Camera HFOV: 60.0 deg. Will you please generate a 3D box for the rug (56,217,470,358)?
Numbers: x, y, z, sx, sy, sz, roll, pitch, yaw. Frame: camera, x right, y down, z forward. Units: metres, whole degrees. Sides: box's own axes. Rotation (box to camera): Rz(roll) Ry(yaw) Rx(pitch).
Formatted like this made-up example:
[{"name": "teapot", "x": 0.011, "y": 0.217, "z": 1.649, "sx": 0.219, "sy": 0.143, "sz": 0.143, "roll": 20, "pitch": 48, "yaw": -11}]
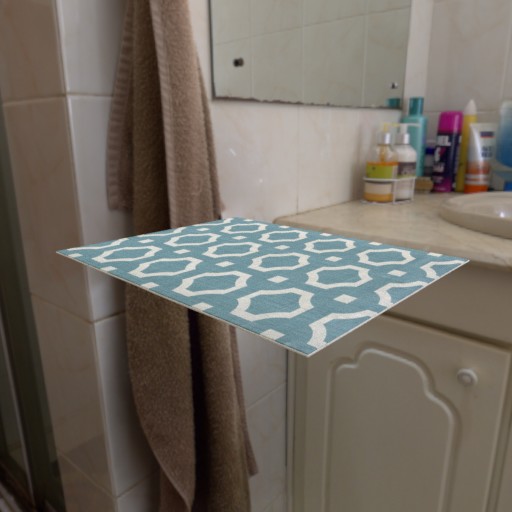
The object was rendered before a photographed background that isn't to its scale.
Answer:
[{"name": "rug", "x": 0.000, "y": 0.000, "z": 4.190, "sx": 3.049, "sy": 0.021, "sz": 2.466, "roll": 14, "pitch": 21, "yaw": 41}]
